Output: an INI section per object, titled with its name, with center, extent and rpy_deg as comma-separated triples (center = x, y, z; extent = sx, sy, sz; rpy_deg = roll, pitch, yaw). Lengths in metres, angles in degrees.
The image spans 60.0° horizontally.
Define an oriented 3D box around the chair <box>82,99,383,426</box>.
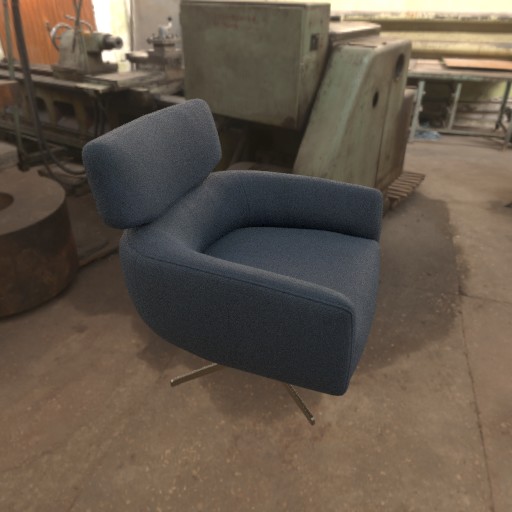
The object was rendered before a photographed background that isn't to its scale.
[chair]
center = 0.000, 0.000, 1.384
extent = 0.761, 0.813, 0.738
rpy_deg = 10, 31, 16
